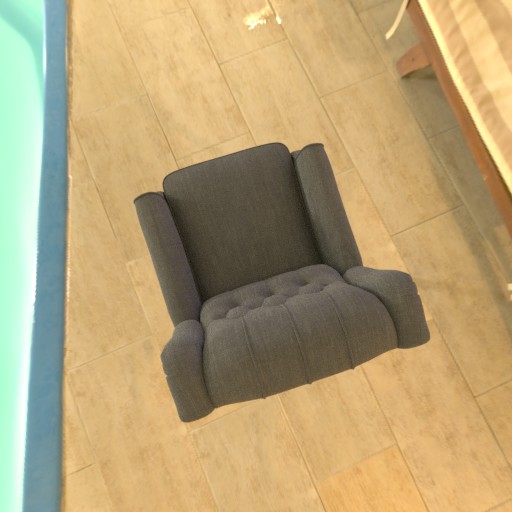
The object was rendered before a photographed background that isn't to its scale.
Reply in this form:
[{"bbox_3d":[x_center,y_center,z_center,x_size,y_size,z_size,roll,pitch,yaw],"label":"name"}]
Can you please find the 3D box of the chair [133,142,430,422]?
[{"bbox_3d":[0.000,0.000,1.630,0.742,1.035,0.898,-17,78,-4],"label":"chair"}]
